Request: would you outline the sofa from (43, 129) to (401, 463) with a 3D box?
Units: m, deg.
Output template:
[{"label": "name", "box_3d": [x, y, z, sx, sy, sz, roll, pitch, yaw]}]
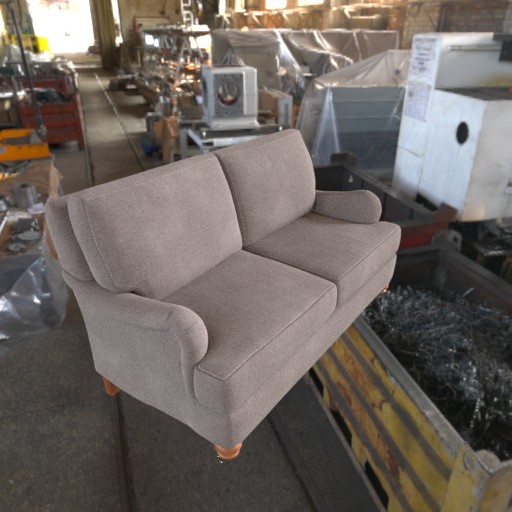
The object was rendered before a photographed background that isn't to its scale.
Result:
[{"label": "sofa", "box_3d": [0.000, 0.000, 2.511, 1.084, 1.101, 1.853, 19, 32, 32]}]
